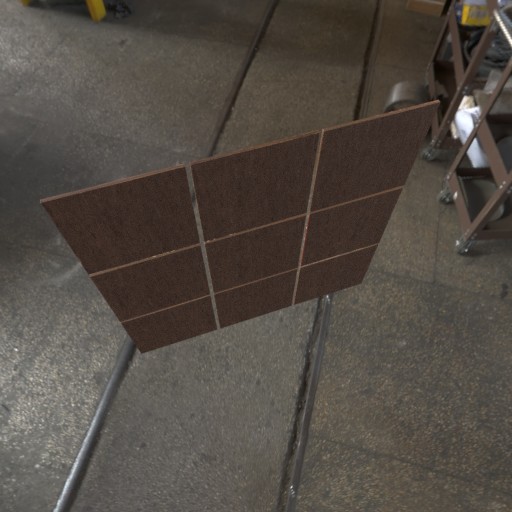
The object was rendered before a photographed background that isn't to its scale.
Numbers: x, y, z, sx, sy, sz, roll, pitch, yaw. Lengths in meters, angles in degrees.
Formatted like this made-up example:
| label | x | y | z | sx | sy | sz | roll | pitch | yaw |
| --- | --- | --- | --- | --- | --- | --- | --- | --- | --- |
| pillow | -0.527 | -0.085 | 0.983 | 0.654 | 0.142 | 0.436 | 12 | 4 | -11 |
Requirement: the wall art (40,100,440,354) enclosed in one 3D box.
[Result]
| label | x | y | z | sx | sy | sz | roll | pitch | yaw |
| --- | --- | --- | --- | --- | --- | --- | --- | --- | --- |
| wall art | 0.000 | 0.000 | 2.264 | 1.527 | 1.525 | 0.014 | -16 | 60 | -10 |
